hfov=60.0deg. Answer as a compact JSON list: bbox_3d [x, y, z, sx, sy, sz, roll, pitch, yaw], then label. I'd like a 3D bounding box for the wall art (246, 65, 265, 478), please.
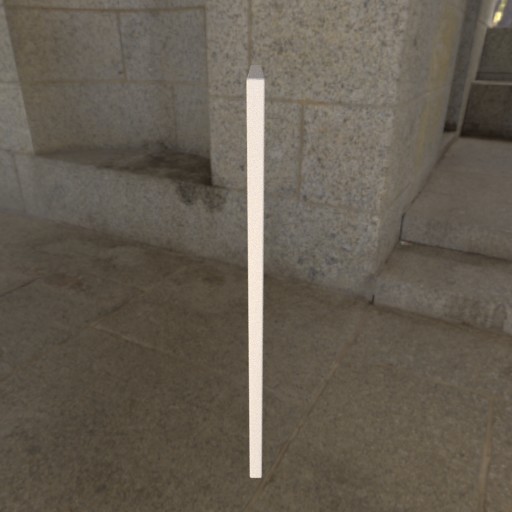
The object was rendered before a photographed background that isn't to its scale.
[{"bbox_3d":[0.000,0.000,1.049,0.026,0.813,0.556,0,25,0],"label":"wall art"}]
